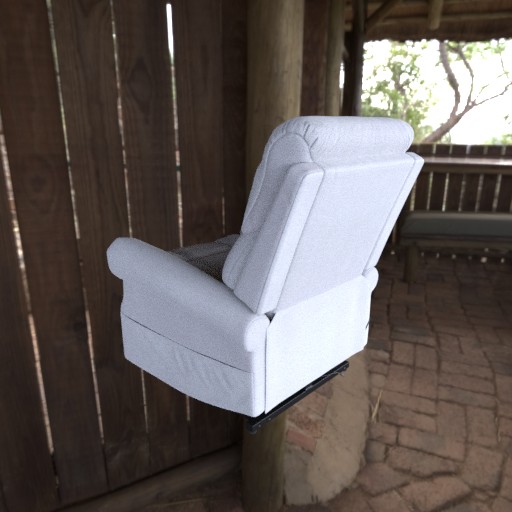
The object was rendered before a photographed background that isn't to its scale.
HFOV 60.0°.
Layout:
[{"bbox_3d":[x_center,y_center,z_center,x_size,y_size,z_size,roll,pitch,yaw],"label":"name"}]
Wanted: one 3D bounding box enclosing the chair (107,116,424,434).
[{"bbox_3d":[0.000,0.000,1.730,0.979,1.031,0.871,16,23,42],"label":"chair"}]
